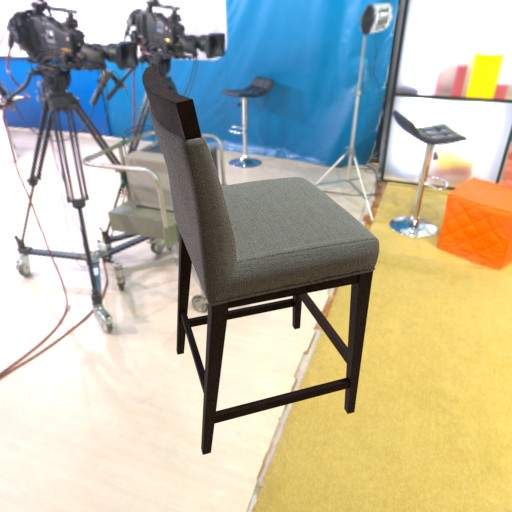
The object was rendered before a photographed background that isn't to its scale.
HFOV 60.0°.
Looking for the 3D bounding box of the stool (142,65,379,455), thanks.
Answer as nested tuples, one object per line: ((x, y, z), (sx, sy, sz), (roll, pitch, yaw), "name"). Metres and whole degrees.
((0.000, 0.000, 1.320), (0.531, 1.009, 0.512), (-9, 31, -16), "stool")
